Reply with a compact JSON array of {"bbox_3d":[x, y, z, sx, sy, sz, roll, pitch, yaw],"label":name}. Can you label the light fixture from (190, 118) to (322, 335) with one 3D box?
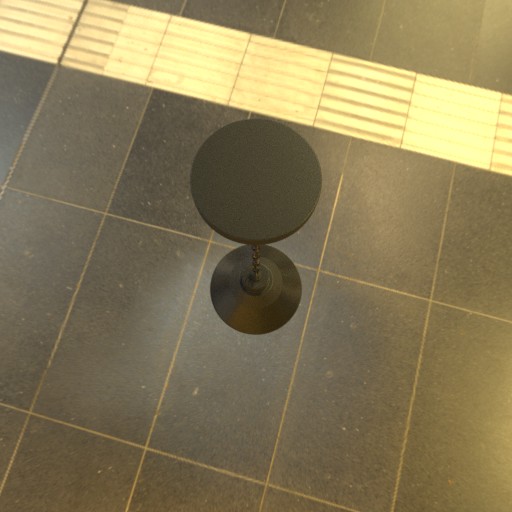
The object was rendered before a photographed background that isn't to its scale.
[{"bbox_3d":[0.000,0.000,0.687,0.201,0.588,0.201,-4,76,-1],"label":"light fixture"}]
